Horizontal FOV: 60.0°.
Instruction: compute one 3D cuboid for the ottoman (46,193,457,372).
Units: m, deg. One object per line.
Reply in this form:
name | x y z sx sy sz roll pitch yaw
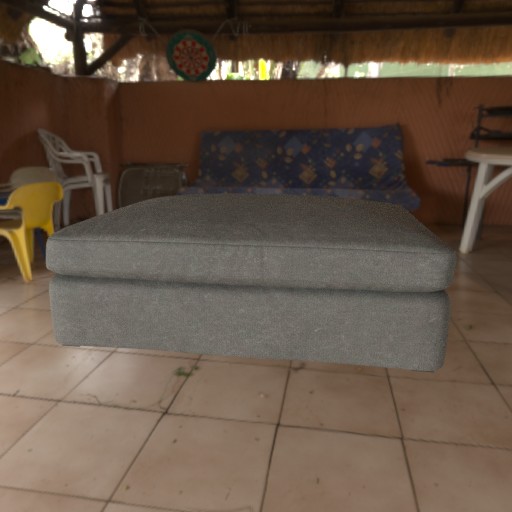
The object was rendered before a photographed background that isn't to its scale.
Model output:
ottoman | 0.000 0.000 1.636 1.199 0.429 0.840 2 15 8
